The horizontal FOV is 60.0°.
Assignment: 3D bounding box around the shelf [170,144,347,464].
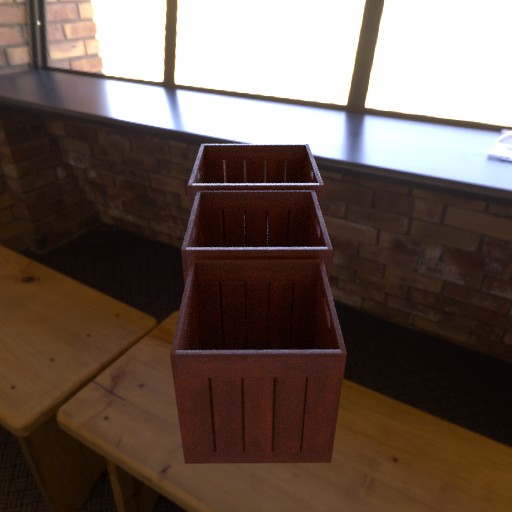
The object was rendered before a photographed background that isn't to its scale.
[{"bbox_3d":[0.000,0.000,1.248,0.393,0.311,1.064,0,31,0],"label":"shelf"}]
